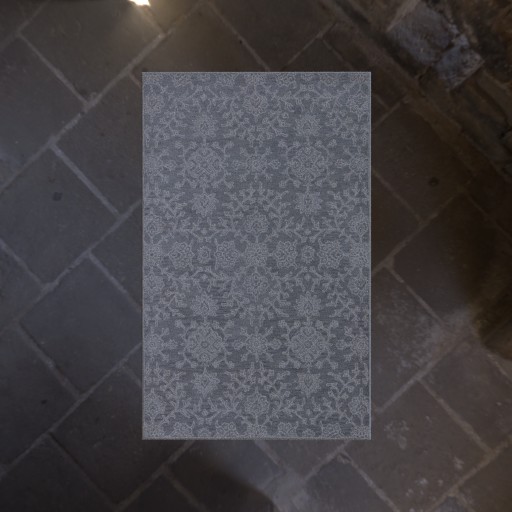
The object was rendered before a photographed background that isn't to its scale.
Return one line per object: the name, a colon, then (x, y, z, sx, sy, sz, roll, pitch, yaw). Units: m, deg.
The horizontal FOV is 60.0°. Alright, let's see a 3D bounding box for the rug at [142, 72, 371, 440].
rug: (0.000, 0.000, 2.931, 1.515, 0.010, 2.430, 0, 90, 0)
